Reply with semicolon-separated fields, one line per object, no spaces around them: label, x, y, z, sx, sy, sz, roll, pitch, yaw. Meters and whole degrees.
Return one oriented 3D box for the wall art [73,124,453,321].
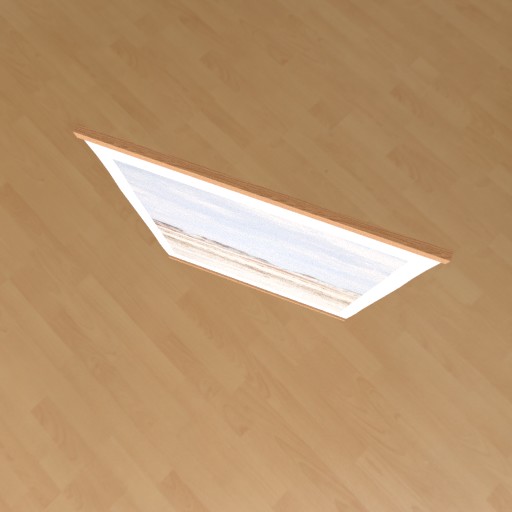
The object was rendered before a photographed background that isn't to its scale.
wall art;0.000;0.000;0.800;0.458;0.605;0.011;20;76;5
